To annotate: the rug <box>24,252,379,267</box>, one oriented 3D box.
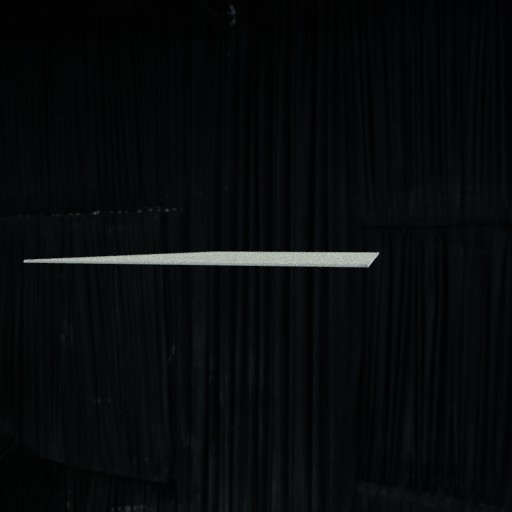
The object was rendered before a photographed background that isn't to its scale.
[{"bbox_3d":[0.000,0.000,2.193,1.143,0.008,1.753,0,2,16],"label":"rug"}]
